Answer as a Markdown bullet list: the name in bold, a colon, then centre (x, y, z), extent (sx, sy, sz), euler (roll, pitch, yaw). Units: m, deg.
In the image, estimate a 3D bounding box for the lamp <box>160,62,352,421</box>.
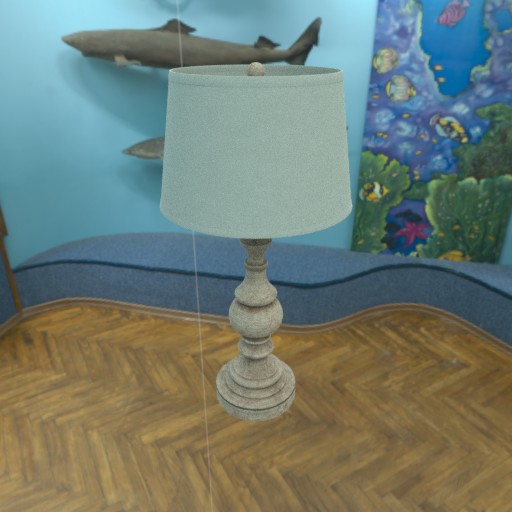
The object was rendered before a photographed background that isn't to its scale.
- **lamp**: centre (0.000, 0.000, 0.846), extent (0.340, 0.678, 0.340), euler (0, 26, 0)
